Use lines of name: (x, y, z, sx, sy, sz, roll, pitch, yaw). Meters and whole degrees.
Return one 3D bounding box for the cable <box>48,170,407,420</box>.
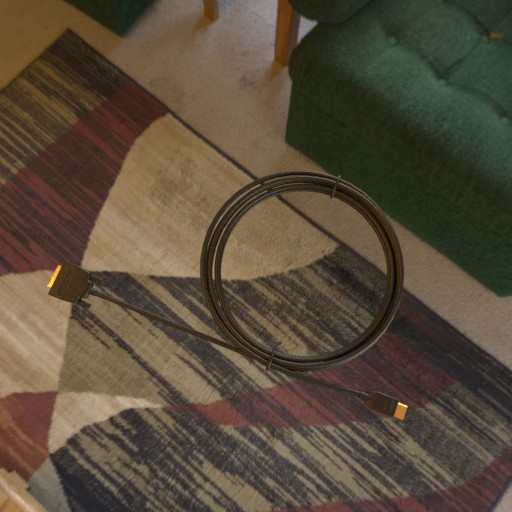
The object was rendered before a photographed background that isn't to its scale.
cable: (0.000, 0.000, 0.515, 0.422, 0.030, 0.257, 21, 77, 5)
